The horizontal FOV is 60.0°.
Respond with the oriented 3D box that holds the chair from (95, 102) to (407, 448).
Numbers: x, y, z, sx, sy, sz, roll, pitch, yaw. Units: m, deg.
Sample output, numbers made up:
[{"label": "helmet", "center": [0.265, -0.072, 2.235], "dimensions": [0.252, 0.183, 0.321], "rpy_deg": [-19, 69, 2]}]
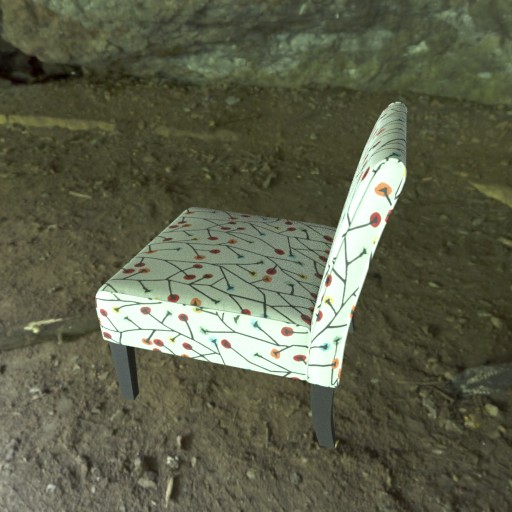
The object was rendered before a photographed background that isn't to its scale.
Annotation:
[{"label": "chair", "center": [0.000, 0.000, 1.305], "dimensions": [0.732, 0.813, 0.597], "rpy_deg": [8, 30, 14]}]
